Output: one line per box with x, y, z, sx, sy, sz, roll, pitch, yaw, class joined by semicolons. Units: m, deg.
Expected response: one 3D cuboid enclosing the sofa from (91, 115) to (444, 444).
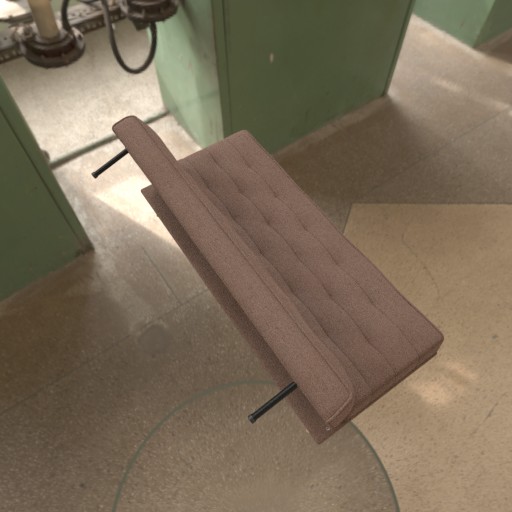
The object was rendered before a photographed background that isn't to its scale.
0.000;0.000;2.346;1.038;0.810;1.820;-30;63;-17;sofa
